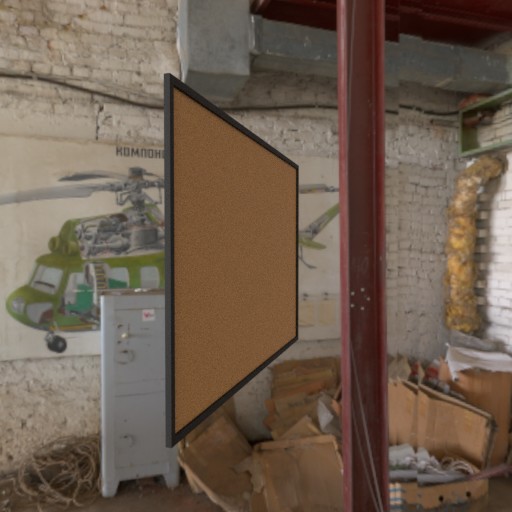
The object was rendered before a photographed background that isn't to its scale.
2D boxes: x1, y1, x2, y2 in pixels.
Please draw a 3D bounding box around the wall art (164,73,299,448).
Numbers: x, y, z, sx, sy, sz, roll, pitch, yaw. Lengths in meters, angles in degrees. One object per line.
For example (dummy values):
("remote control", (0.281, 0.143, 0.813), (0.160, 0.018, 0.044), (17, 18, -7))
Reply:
("wall art", (0.000, 0.000, 1.241), (0.013, 0.665, 0.963), (0, 2, 19))
